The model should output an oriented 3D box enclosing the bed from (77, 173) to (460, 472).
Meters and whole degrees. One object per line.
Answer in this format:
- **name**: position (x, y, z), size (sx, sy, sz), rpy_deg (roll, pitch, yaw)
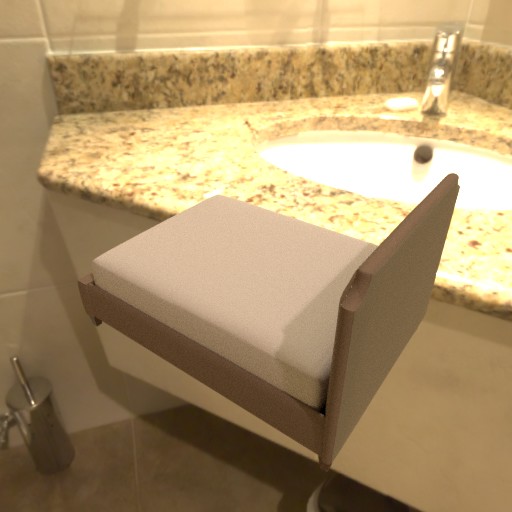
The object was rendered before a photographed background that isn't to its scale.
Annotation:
- **bed**: position (0.000, 0.000, 3.423), size (2.372, 1.443, 1.713), rpy_deg (22, 39, 30)
